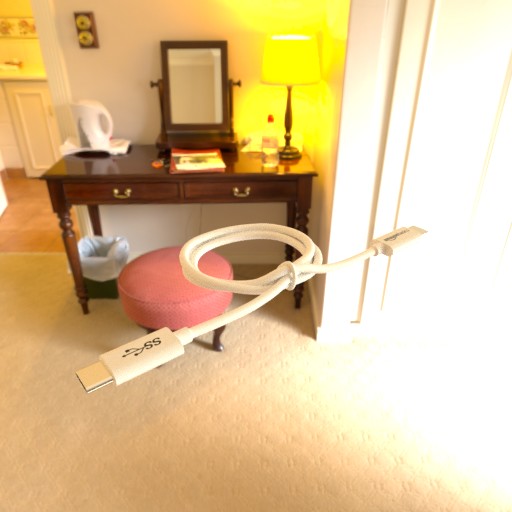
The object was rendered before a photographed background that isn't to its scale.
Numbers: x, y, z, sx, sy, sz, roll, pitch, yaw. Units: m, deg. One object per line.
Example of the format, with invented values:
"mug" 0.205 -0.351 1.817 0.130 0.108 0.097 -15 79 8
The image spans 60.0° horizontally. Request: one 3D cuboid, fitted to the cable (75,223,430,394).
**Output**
"cable" 0.000 0.000 0.210 0.186 0.014 0.070 -21 35 -33
